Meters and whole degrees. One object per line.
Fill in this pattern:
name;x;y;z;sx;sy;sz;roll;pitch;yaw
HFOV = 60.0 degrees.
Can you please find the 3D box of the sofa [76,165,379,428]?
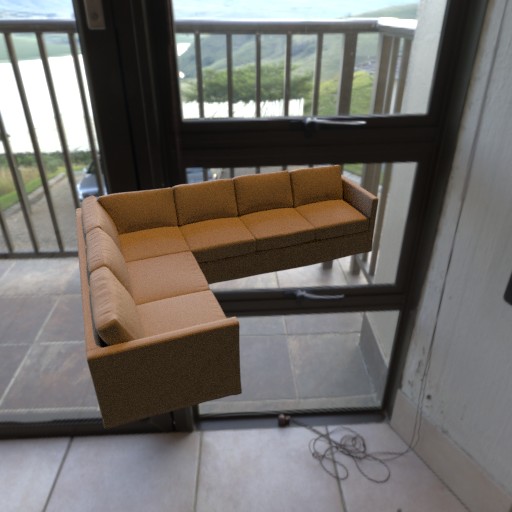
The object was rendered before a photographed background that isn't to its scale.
sofa;0.000;0.000;4.328;3.182;0.871;2.432;-11;32;-18
